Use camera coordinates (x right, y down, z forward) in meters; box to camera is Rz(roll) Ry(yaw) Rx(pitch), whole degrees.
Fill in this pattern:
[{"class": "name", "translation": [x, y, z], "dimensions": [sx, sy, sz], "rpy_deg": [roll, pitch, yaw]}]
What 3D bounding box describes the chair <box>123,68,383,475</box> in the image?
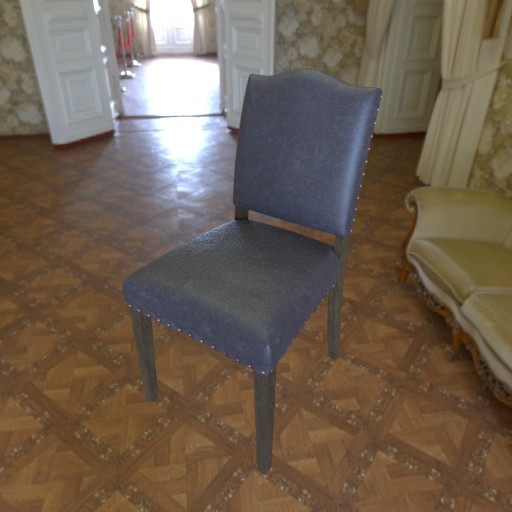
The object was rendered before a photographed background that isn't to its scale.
[{"class": "chair", "translation": [0.000, 0.000, 1.338], "dimensions": [0.500, 0.991, 0.633], "rpy_deg": [19, 36, 29]}]
